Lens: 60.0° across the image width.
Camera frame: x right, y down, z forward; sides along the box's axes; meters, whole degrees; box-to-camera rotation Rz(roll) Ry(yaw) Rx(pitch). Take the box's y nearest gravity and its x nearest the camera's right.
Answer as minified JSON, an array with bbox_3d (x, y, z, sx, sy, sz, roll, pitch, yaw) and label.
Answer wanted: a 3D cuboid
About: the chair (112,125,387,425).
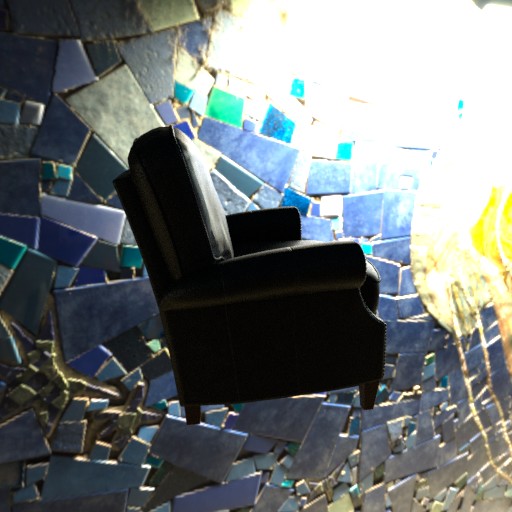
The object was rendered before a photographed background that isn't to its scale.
[{"bbox_3d":[0.000,0.000,1.802,0.986,1.018,0.936,-3,15,-10],"label":"chair"}]
